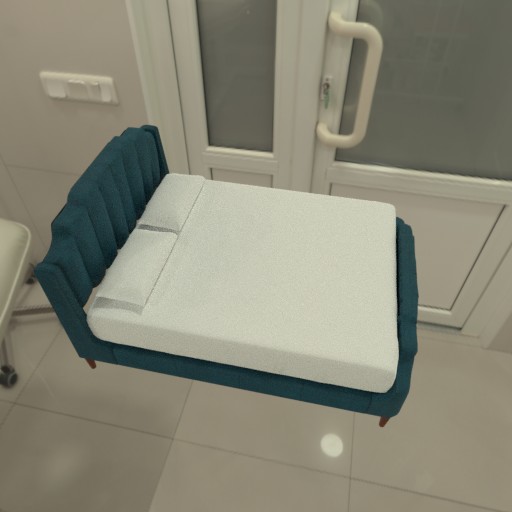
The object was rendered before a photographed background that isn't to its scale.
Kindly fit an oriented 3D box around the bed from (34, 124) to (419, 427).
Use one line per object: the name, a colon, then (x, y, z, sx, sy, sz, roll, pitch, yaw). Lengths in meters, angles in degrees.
bed: (0.000, 0.000, 3.312, 2.322, 1.351, 1.676, 9, 47, 8)
